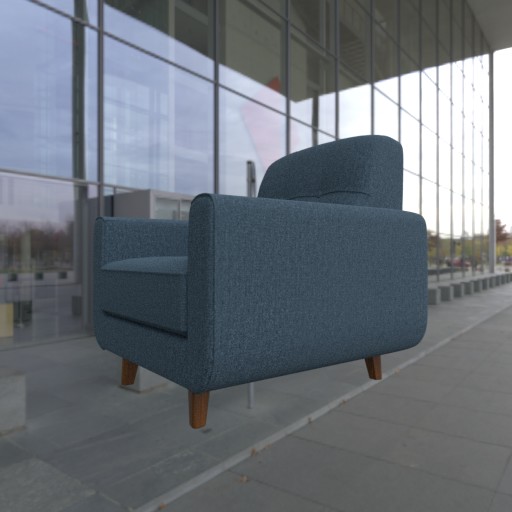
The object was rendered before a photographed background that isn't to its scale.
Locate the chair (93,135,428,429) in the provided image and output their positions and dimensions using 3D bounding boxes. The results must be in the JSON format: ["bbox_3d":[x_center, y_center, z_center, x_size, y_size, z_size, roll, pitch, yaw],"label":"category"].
[{"bbox_3d":[0.000,0.000,1.669,0.964,0.940,0.880,0,0,-37],"label":"chair"}]
